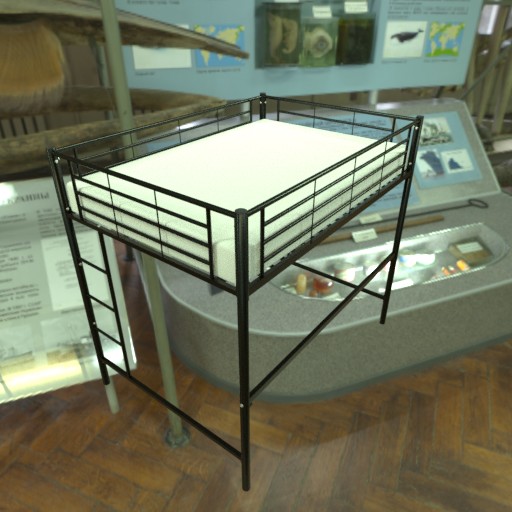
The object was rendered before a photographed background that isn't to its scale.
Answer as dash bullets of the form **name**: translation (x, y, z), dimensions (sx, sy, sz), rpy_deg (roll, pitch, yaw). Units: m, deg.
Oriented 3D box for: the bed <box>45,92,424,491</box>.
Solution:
- **bed**: translation (0.000, 0.000, 3.185), dimensions (1.397, 1.803, 1.994), rpy_deg (21, 37, 32)
